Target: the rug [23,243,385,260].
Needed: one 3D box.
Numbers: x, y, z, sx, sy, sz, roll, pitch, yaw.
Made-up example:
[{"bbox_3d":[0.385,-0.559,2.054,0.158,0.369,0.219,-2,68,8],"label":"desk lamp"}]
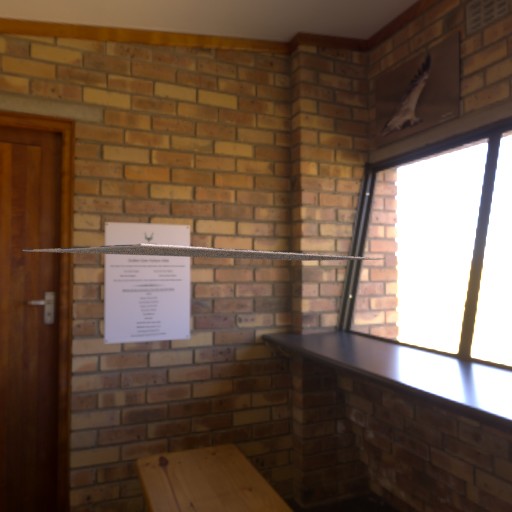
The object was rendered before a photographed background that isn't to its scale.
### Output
[{"bbox_3d":[0.000,0.000,2.711,0.768,0.011,2.446,-1,-2,35],"label":"rug"}]
